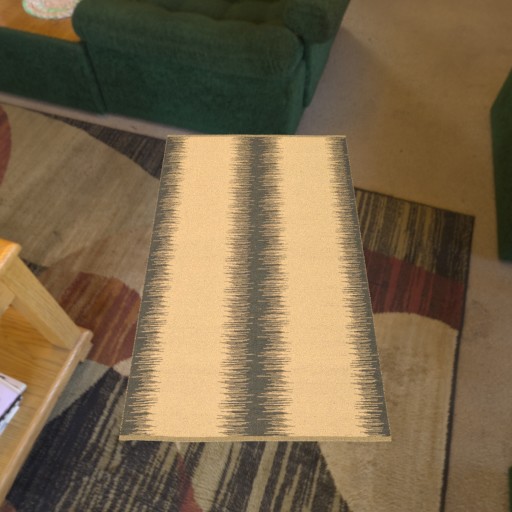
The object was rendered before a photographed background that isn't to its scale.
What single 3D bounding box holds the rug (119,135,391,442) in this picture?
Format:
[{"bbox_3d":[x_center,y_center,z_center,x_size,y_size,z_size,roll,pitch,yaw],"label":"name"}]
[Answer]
[{"bbox_3d":[0.000,0.000,3.123,1.519,0.003,2.453,0,57,0],"label":"rug"}]
